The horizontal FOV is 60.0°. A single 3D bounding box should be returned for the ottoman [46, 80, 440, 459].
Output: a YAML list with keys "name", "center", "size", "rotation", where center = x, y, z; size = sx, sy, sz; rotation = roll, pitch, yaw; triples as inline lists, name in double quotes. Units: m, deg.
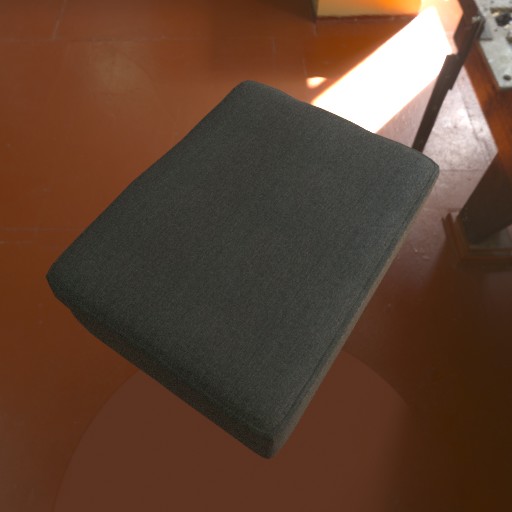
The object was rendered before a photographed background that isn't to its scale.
- name: "ottoman"
  center: [0.000, 0.000, 1.213]
  size: [0.639, 0.496, 0.826]
  rotation: [30, 64, 16]
